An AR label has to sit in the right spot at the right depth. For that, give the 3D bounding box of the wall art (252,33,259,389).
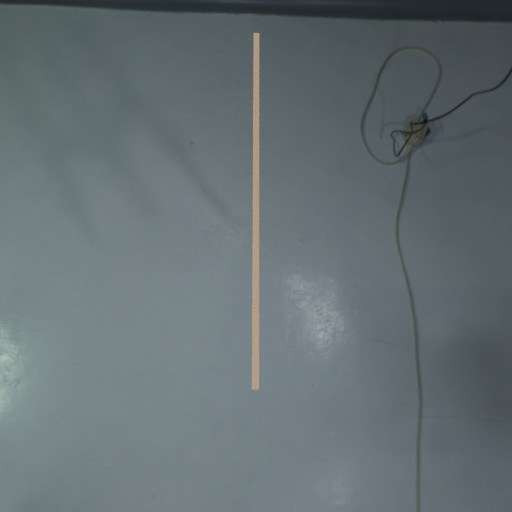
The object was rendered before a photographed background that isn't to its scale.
[{"bbox_3d":[0.000,0.000,1.380,0.013,1.016,0.758,0,75,0],"label":"wall art"}]
